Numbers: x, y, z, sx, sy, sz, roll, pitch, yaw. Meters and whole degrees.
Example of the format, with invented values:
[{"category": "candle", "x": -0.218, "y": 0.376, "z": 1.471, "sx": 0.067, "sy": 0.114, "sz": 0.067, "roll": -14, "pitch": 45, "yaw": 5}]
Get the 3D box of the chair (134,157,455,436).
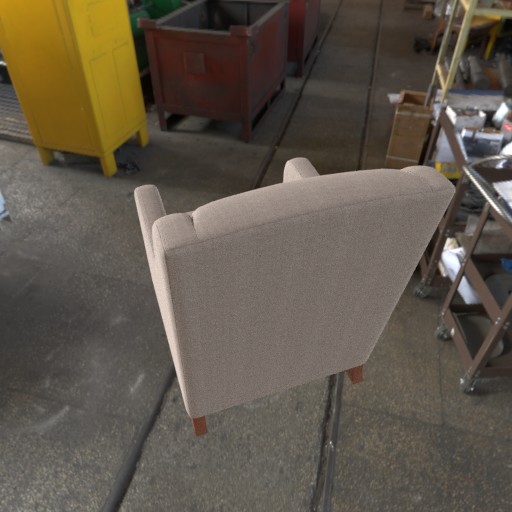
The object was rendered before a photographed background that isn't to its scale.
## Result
[{"category": "chair", "x": 0.000, "y": 0.000, "z": 1.581, "sx": 0.715, "sy": 1.017, "sz": 0.890, "roll": -13, "pitch": 43, "yaw": -15}]
